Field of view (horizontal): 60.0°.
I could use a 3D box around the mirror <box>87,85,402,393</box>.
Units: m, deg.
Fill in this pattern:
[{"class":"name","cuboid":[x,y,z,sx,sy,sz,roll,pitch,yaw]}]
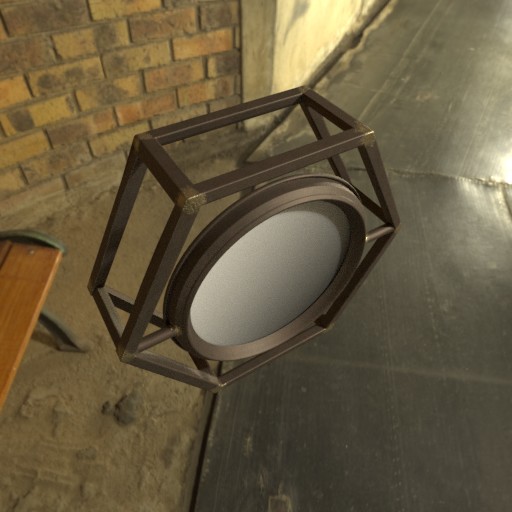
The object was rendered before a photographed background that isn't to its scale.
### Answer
[{"class":"mirror","cuboid":[0.000,0.000,0.540,0.380,0.334,0.119,-24,51,-21]}]
